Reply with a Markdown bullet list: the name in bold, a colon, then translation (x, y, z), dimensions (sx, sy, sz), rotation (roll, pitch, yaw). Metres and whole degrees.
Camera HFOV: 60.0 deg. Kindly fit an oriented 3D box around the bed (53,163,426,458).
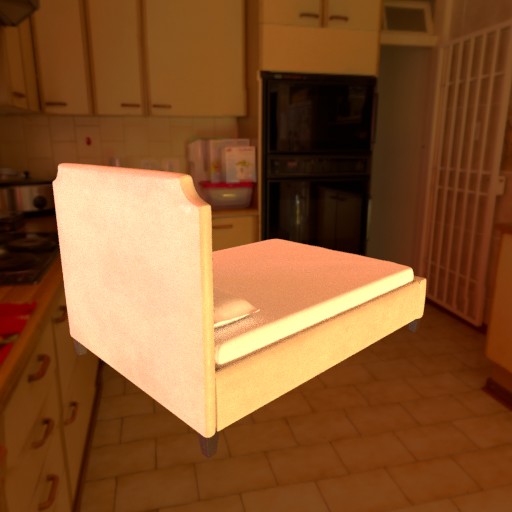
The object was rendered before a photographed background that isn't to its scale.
- **bed**: translation (0.000, 0.000, 3.425), dimensions (2.372, 1.443, 1.712), rotation (-14, 20, -42)
